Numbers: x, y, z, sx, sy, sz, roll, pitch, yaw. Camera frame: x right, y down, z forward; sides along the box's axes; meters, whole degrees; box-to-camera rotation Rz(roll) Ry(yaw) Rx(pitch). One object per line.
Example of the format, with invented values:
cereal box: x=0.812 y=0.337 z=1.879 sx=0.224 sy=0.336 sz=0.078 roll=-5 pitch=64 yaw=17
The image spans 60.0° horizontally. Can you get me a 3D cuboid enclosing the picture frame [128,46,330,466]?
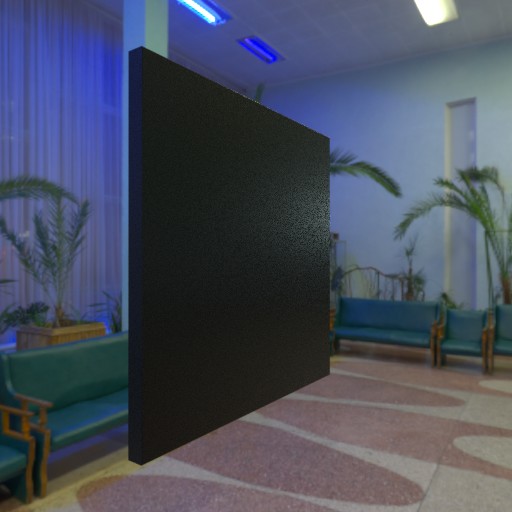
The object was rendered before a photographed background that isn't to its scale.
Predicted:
picture frame: x=0.000 y=0.000 z=0.823 sx=0.029 sy=0.557 sz=0.559 roll=0 pitch=0 yaw=36
